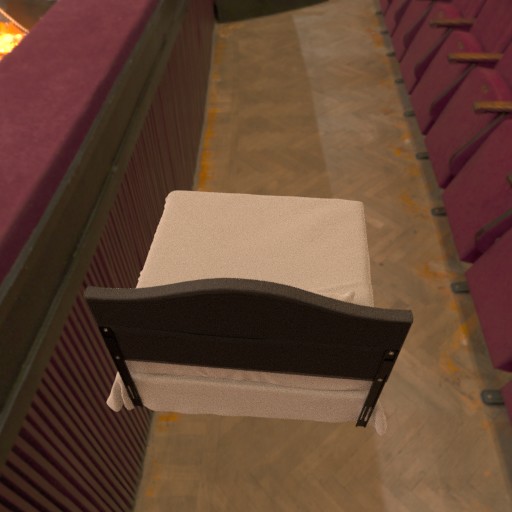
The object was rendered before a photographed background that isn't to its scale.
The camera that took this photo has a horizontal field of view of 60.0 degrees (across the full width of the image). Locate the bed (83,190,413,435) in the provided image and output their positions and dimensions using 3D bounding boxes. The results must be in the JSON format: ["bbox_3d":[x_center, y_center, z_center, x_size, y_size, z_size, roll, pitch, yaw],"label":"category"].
[{"bbox_3d":[0.000,0.000,3.776,2.314,1.651,2.219,4,47,4],"label":"bed"}]
